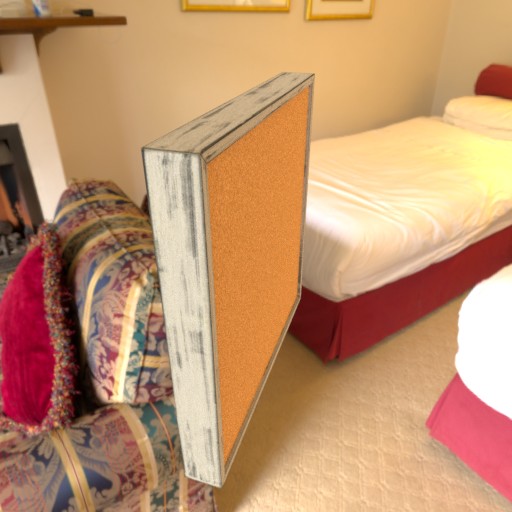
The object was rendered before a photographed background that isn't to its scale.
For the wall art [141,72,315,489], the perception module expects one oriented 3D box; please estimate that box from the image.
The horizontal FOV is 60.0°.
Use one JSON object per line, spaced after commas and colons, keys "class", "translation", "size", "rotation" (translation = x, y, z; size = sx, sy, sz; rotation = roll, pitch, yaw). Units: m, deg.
{"class": "wall art", "translation": [0.000, 0.000, 0.445], "size": [0.036, 0.303, 0.303], "rotation": [9, 32, 16]}
